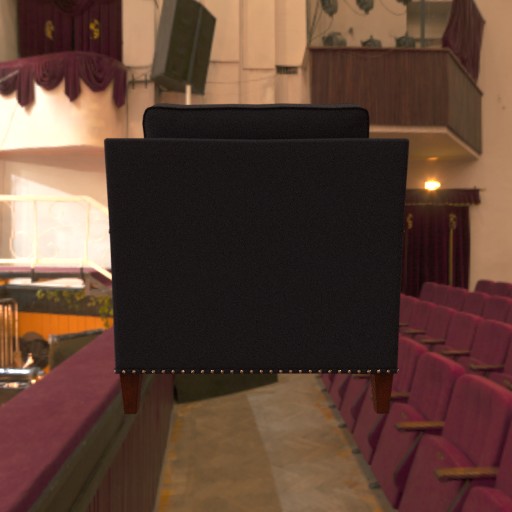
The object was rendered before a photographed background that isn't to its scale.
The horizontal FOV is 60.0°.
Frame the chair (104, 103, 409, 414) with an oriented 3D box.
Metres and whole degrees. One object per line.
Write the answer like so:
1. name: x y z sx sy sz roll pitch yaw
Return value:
1. chair: 0.000 0.000 1.722 0.853 0.943 1.014 0 1 0
